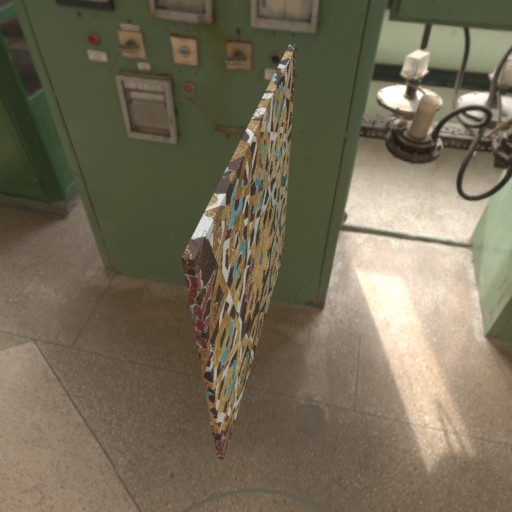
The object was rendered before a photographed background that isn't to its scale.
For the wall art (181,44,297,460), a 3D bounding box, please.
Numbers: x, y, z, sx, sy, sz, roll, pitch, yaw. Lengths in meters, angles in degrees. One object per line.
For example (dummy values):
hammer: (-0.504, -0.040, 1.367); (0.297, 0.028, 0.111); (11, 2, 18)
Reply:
wall art: (0.000, 0.000, 0.603); (0.010, 0.406, 0.404); (10, 47, 10)
